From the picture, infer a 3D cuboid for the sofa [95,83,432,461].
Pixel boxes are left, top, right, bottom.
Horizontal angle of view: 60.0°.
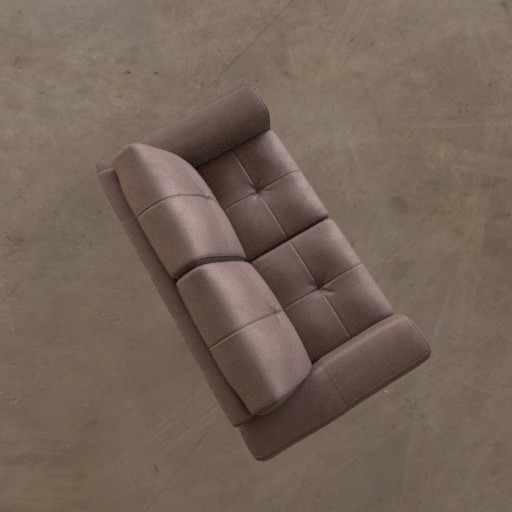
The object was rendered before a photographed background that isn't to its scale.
[{"bbox_3d":[0.000,0.000,2.364,1.018,0.907,1.806,-30,78,-7],"label":"sofa"}]
